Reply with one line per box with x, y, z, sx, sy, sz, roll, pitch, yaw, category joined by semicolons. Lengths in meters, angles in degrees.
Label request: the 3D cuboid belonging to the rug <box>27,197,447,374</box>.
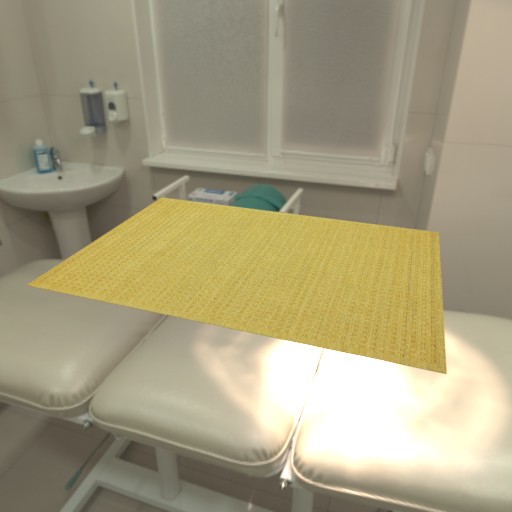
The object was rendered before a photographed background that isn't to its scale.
0.000;0.000;3.686;2.895;0.006;1.981;9;29;17;rug
